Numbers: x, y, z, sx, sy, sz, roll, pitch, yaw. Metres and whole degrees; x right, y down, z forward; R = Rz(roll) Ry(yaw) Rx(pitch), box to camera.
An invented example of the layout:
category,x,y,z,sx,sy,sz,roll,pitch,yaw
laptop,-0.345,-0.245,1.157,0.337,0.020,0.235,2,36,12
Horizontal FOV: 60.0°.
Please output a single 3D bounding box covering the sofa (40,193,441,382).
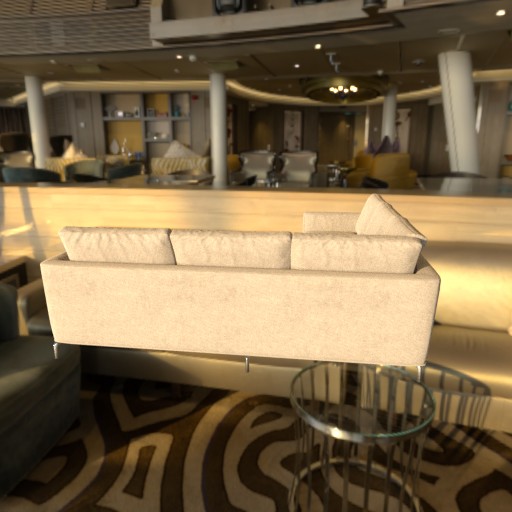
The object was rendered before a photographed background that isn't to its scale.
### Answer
category,x,y,z,sx,sy,sz,roll,pitch,yaw
sofa,0.000,0.000,3.777,2.438,0.864,2.438,2,14,8
